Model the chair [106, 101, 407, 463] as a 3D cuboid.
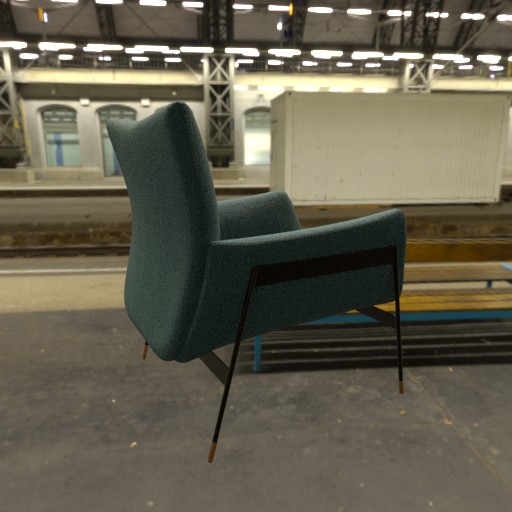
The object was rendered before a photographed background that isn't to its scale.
[{"bbox_3d":[0.000,0.000,1.419,0.769,0.859,0.678,-8,16,-28],"label":"chair"}]
